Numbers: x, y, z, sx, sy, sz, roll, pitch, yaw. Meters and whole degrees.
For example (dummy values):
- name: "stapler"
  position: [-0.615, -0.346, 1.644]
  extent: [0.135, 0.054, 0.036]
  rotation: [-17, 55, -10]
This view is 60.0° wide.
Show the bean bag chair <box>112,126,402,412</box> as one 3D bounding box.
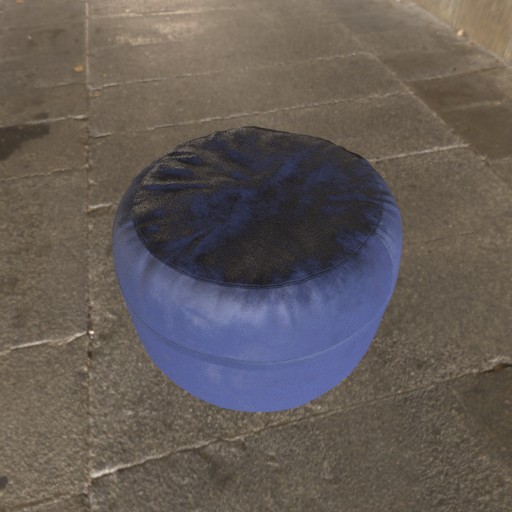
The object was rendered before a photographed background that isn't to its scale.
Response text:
- name: "bean bag chair"
  position: [0.000, 0.000, 2.008]
  extent: [1.219, 0.762, 1.219]
  rotation: [0, 46, 0]
